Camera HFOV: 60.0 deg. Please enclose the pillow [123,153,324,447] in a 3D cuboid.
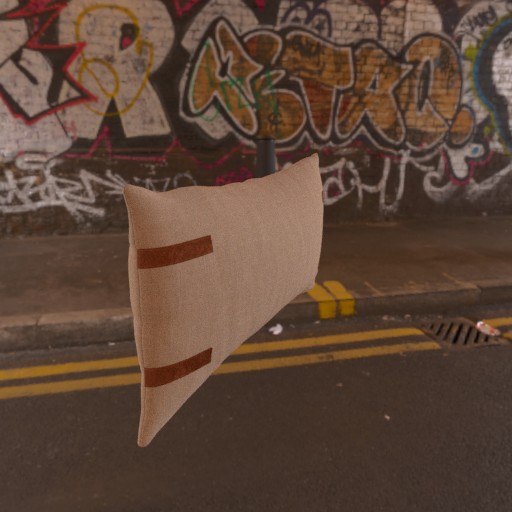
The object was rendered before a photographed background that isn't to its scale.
[{"bbox_3d":[0.000,0.000,0.736,0.148,0.308,0.612,7,17,25],"label":"pillow"}]
